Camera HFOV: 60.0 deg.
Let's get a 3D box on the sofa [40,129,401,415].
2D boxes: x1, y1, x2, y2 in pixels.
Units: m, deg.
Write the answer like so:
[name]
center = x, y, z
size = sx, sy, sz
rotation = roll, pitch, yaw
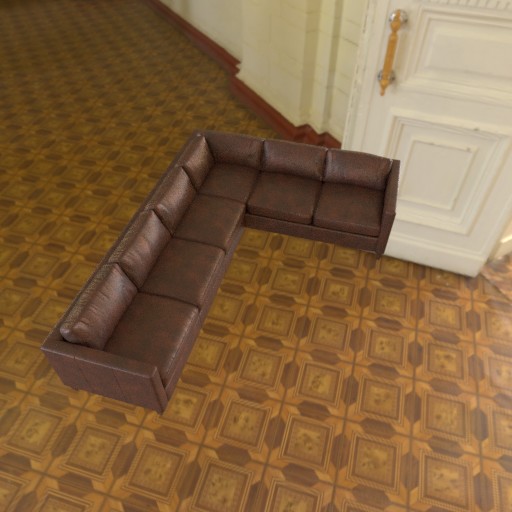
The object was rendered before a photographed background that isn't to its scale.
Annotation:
[sofa]
center = 0.000, 0.000, 4.253
size = 2.438, 0.836, 3.152
rotation = 12, 48, 11
